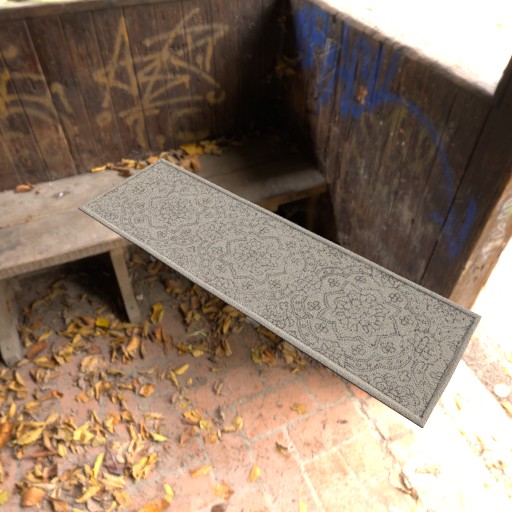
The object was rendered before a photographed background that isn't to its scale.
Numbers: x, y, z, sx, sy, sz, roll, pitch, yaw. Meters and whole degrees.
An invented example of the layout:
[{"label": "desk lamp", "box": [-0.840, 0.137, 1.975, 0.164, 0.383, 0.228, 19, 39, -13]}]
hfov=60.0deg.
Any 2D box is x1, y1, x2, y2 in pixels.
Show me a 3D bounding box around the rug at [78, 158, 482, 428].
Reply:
[{"label": "rug", "box": [0.000, 0.000, 2.656, 2.448, 0.012, 0.769, 29, 52, 26]}]
